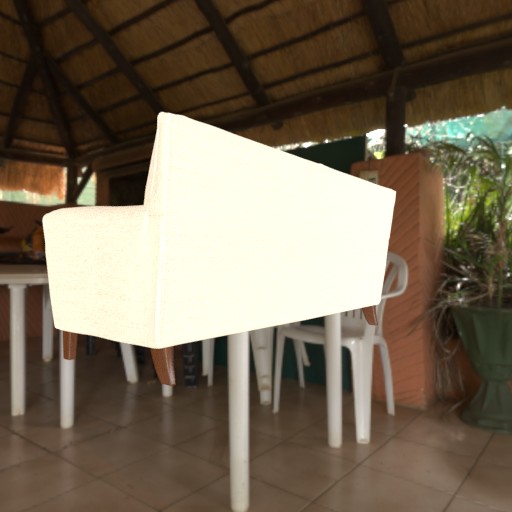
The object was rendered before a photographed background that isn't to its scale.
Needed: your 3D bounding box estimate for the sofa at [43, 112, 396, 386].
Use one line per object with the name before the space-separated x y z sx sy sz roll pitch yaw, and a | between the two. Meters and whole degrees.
sofa | 0.000 0.000 2.423 0.841 0.907 2.001 0 -1 37
